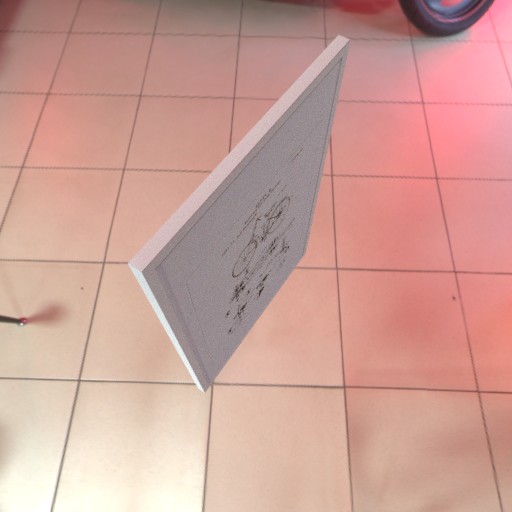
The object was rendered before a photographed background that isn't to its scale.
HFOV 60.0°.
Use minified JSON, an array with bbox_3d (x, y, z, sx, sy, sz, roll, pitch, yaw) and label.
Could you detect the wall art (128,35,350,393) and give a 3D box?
[{"bbox_3d":[0.000,0.000,0.617,0.015,0.477,0.332,31,66,15],"label":"wall art"}]
